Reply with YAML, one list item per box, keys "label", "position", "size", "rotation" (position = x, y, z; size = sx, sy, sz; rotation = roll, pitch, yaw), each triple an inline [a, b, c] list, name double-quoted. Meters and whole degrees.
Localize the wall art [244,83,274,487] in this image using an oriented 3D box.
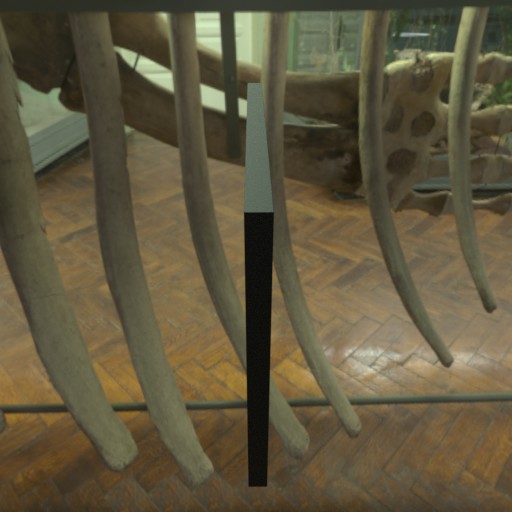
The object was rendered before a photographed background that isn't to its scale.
- label: "wall art"
  position: [0.000, 0.000, 0.773]
  size: [0.028, 0.460, 0.561]
  rotation: [0, 33, 0]
